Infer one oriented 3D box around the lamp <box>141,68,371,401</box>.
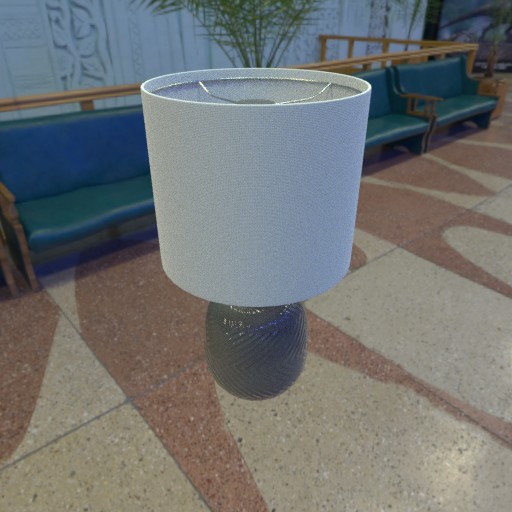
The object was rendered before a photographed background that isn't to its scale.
[{"bbox_3d":[0.000,0.000,0.497,0.207,0.366,0.207,-22,36,-33],"label":"lamp"}]
